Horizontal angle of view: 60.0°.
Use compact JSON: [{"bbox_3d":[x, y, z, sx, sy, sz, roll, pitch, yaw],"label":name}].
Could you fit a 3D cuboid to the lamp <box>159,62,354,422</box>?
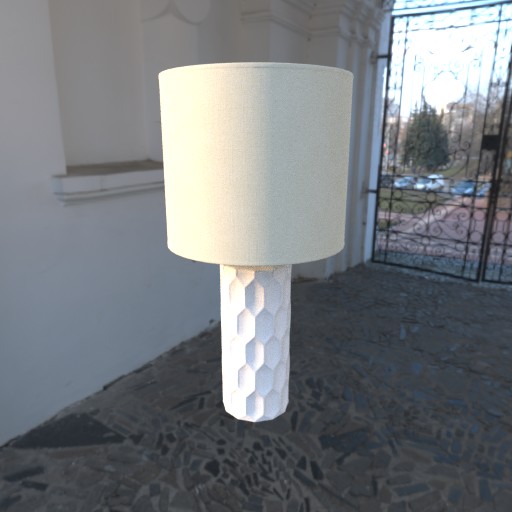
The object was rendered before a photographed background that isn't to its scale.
[{"bbox_3d":[0.000,0.000,0.713,0.277,0.537,0.277,-14,21,-42],"label":"lamp"}]
